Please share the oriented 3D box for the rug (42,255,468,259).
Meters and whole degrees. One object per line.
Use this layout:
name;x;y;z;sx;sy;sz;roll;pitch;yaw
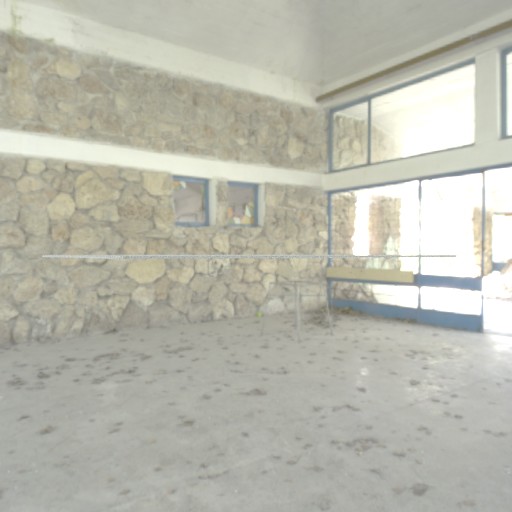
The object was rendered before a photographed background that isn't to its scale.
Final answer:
rug;0.000;0.000;2.208;1.747;0.011;1.217;0;0;-35
